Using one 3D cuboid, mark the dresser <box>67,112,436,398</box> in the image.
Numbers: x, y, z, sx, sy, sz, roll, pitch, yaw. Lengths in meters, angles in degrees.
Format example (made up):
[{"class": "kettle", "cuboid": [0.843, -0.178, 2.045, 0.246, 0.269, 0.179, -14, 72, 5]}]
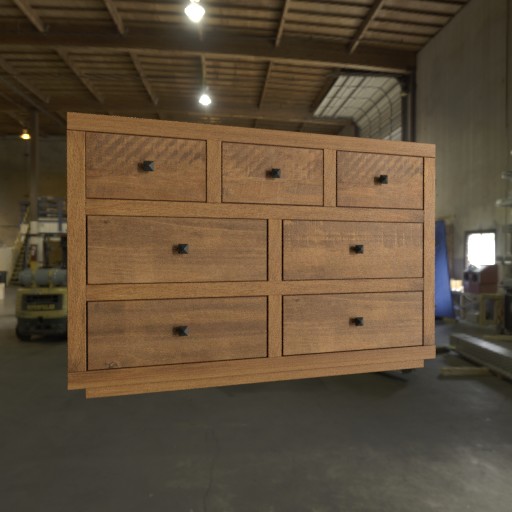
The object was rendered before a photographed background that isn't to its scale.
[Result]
[{"class": "dresser", "cuboid": [0.000, 0.000, 1.652, 1.261, 0.825, 0.479, 0, 1, -17]}]
